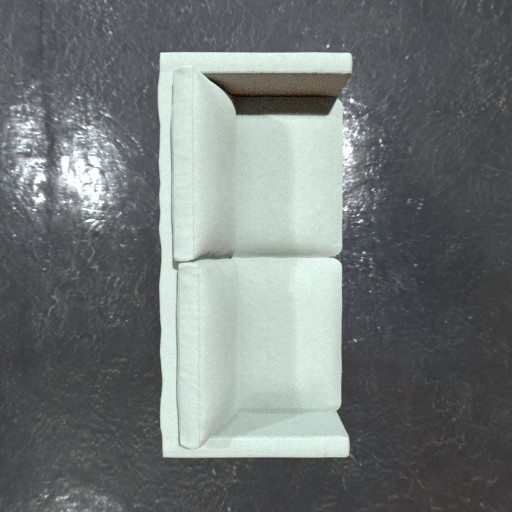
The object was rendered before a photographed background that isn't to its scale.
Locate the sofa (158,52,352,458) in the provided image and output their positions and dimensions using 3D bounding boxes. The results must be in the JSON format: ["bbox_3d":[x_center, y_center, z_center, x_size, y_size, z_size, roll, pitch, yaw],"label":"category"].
[{"bbox_3d":[0.000,0.000,2.426,0.940,0.870,1.987,0,92,0],"label":"sofa"}]
